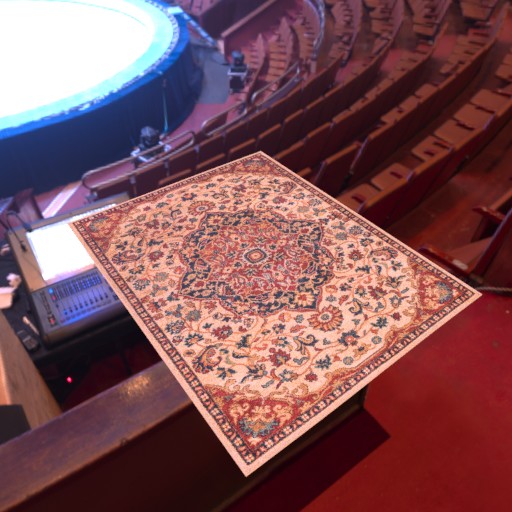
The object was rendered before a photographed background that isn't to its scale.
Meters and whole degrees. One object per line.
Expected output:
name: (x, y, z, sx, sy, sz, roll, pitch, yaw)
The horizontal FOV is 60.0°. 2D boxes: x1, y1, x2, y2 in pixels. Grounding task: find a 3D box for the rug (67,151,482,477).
rug: (0.000, 0.000, 4.082, 2.454, 0.005, 3.067, -27, 48, -27)
